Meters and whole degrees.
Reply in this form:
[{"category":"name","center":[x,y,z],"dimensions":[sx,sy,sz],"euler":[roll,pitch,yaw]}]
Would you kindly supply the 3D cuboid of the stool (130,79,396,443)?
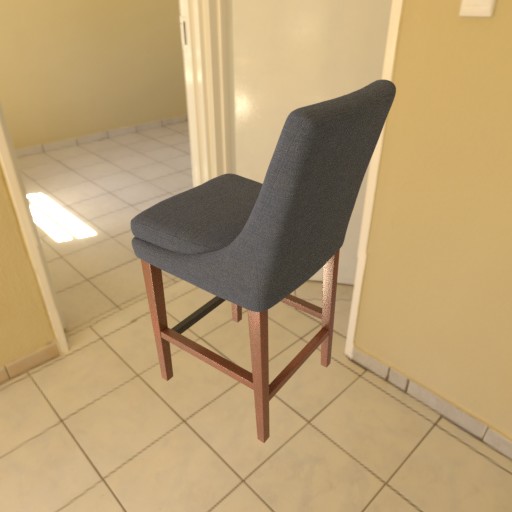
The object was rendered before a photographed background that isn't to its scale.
[{"category":"stool","center":[0.000,0.000,1.308],"dimensions":[0.577,0.981,0.470],"euler":[21,37,31]}]
